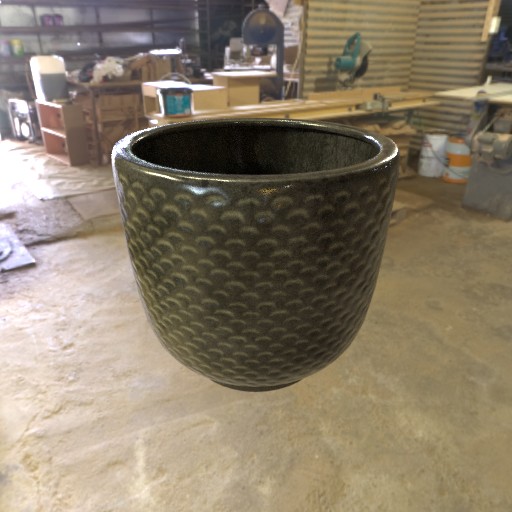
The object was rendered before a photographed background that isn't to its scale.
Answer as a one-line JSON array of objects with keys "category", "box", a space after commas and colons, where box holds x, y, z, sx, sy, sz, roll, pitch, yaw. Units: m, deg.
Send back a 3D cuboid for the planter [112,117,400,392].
[{"category": "planter", "box": [0.000, 0.000, 0.249, 0.140, 0.129, 0.140, 0, 26, 0]}]
